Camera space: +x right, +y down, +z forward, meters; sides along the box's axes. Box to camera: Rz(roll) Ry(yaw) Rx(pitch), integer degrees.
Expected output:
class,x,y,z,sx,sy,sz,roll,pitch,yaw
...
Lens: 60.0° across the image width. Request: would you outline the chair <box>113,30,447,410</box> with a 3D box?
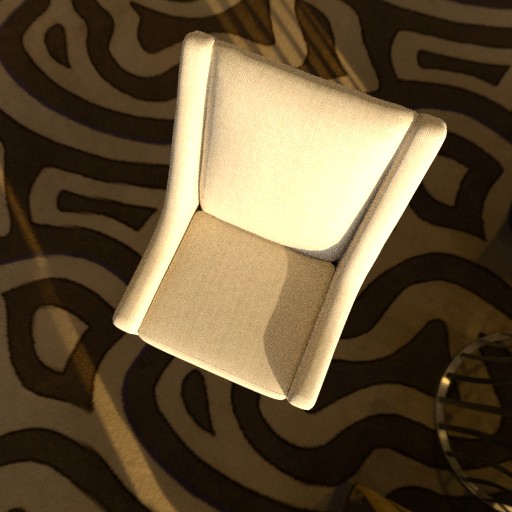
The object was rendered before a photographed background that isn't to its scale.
class,x,y,z,sx,sy,sz,roll,pitch,yaw
chair,0.000,0.000,1.581,0.774,1.014,0.870,22,78,5
